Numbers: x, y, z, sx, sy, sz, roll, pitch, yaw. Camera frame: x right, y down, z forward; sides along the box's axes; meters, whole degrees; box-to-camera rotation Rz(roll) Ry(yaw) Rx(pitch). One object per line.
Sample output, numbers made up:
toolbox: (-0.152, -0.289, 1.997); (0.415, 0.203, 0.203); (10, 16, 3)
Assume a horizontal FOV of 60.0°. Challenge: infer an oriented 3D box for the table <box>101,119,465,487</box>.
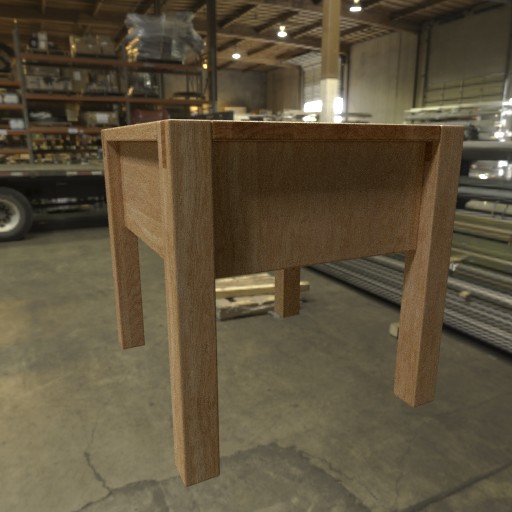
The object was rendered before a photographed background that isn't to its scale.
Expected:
table: (0.000, 0.000, 0.811); (0.440, 0.450, 0.480); (-7, 16, -26)
